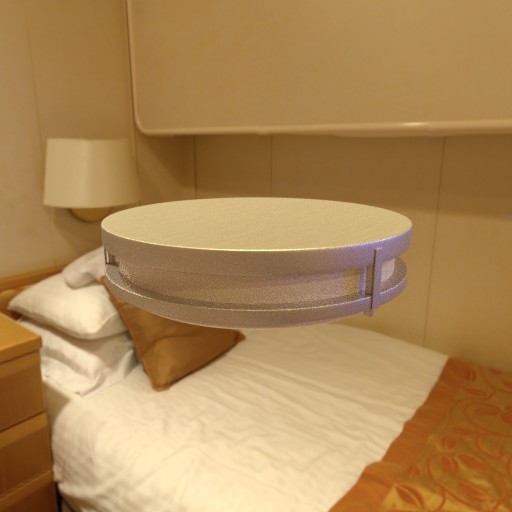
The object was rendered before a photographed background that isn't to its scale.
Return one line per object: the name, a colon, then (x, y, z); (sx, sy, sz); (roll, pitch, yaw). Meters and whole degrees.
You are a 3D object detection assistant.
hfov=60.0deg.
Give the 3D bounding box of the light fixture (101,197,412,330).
light fixture: (0.000, 0.000, 0.544); (0.356, 0.102, 0.356); (0, 14, 0)
